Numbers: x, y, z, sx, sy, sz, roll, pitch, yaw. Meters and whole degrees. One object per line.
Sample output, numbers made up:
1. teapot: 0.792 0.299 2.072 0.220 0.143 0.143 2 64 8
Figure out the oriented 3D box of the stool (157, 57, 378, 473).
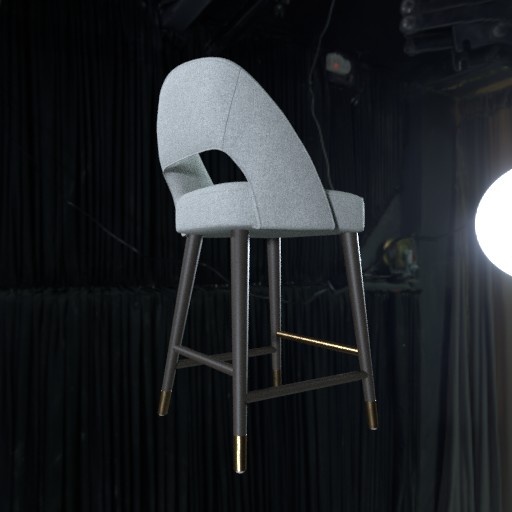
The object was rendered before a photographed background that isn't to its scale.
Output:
1. stool: 0.000 0.000 1.251 0.509 0.940 0.494 0 0 -35
